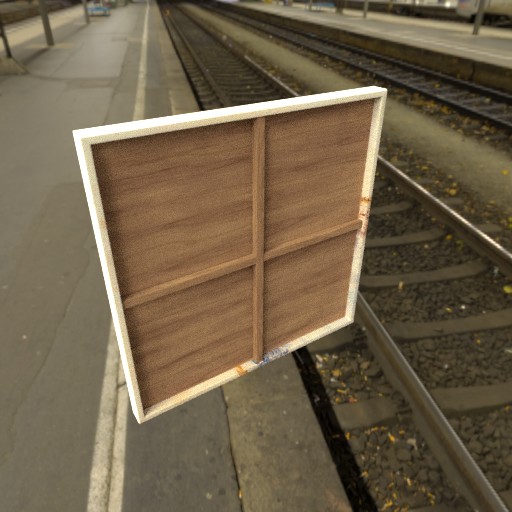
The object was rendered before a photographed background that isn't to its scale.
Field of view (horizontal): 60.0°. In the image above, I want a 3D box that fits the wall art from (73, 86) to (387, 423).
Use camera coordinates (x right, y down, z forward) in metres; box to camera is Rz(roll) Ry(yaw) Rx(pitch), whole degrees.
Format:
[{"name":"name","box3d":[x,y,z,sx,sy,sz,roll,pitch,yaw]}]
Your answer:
[{"name":"wall art","box3d":[0.000,0.000,1.618,1.061,1.061,0.071,-19,36,-28]}]
